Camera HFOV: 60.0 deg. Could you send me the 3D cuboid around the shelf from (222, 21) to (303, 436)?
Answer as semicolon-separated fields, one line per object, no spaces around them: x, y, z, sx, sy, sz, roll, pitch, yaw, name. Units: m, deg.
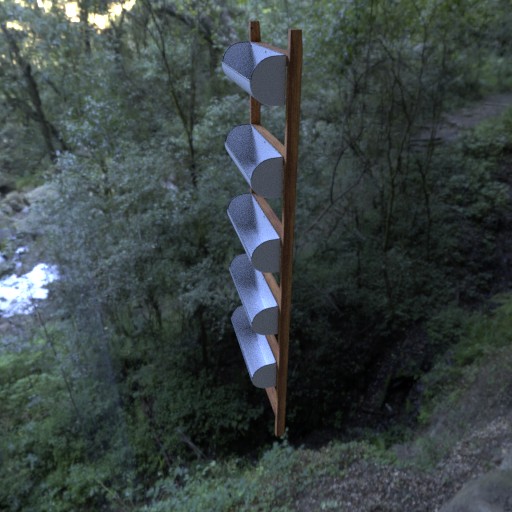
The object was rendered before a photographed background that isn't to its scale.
0.000;0.000;1.728;0.141;1.600;0.454;-7;31;-12;shelf
